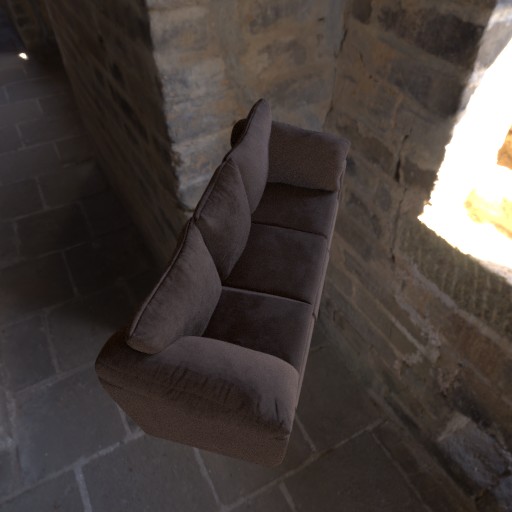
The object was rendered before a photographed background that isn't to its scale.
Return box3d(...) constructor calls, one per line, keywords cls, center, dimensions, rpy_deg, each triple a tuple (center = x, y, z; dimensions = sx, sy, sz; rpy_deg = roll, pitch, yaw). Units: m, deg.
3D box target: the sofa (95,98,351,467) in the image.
box3d(cls="sofa", center=(0.000, 0.000, 2.750), dimensions=(0.878, 1.015, 2.336), rpy_deg=(10, 46, 10))
